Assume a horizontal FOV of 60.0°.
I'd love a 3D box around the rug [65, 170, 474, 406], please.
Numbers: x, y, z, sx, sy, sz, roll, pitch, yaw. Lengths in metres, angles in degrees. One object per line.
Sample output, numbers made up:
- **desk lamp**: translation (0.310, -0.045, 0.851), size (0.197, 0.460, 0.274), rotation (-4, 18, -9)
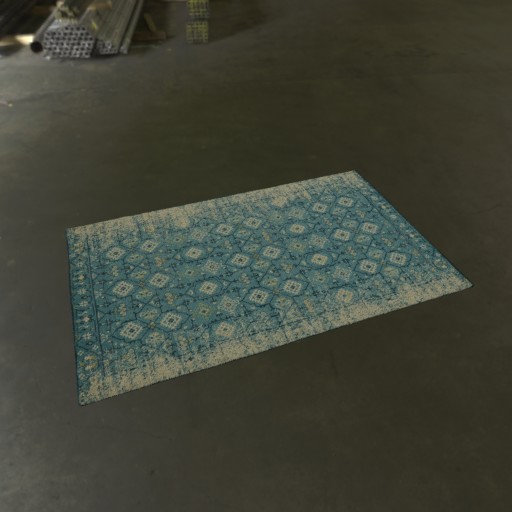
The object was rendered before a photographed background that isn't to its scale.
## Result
- **rug**: translation (0.000, 0.000, 3.055), size (2.449, 0.015, 1.530), rotation (-14, 43, -15)
